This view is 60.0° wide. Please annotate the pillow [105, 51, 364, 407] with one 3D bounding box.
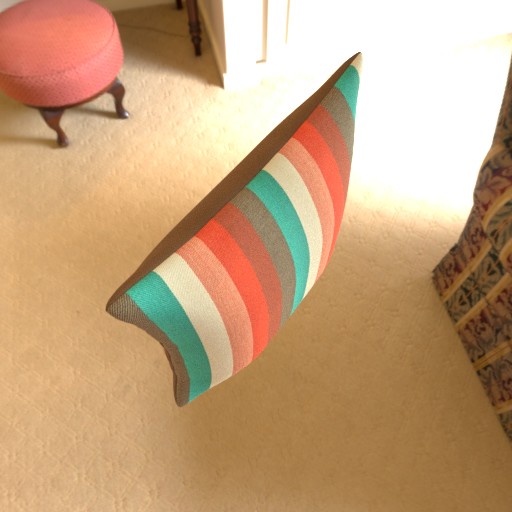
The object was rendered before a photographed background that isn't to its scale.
[{"bbox_3d":[0.000,0.000,0.677,0.168,0.443,0.453,33,65,17],"label":"pillow"}]
